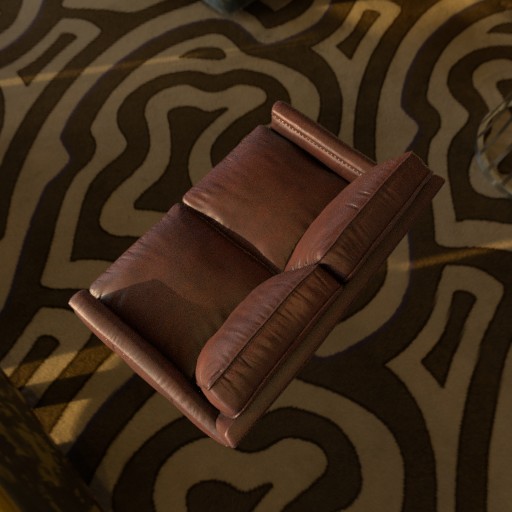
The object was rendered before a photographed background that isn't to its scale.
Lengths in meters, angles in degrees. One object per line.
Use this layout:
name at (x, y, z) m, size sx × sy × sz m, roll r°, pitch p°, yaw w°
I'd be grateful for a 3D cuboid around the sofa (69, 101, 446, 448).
sofa at (0.000, 0.000, 2.284) m, size 1.083 × 1.003 × 1.628 m, roll 38°, pitch 72°, yaw 15°
